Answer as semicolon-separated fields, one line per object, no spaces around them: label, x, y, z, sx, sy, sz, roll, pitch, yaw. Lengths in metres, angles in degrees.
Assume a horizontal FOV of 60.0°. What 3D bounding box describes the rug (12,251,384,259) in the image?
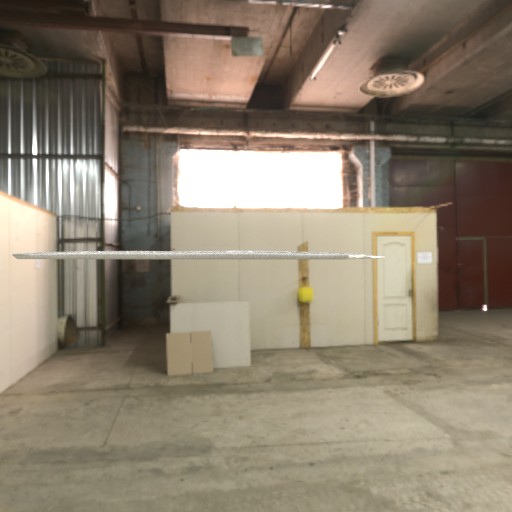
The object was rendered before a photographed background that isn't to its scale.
rug;0.000;0.000;2.944;1.537;0.036;2.447;0;0;19
